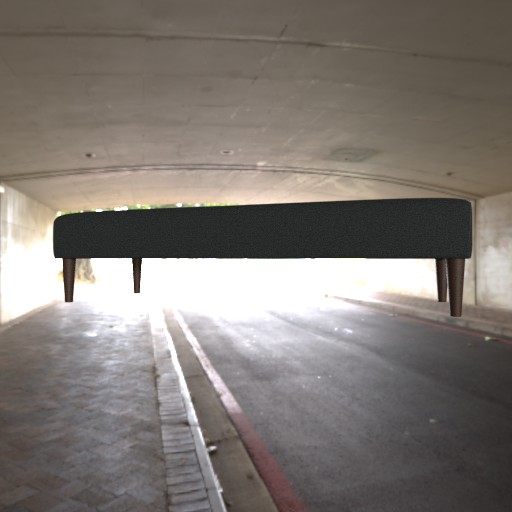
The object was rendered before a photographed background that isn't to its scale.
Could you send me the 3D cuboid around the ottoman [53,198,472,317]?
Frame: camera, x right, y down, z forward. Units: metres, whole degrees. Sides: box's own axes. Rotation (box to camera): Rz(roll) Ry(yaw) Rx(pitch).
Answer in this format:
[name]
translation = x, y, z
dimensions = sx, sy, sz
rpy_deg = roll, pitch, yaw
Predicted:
[ottoman]
translation = 0.000, 0.000, 1.895
dimensions = 1.609, 0.393, 0.646
rpy_deg = 0, -1, 18
